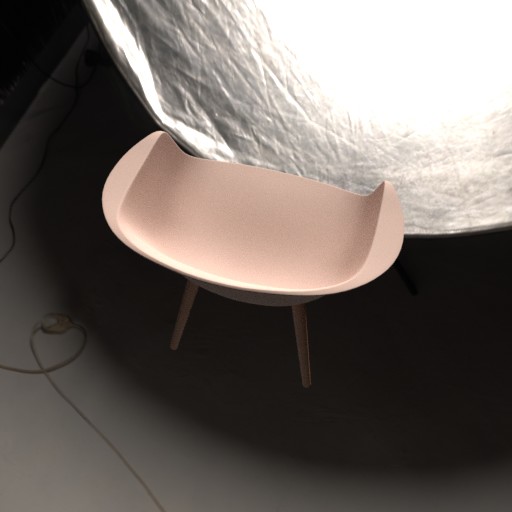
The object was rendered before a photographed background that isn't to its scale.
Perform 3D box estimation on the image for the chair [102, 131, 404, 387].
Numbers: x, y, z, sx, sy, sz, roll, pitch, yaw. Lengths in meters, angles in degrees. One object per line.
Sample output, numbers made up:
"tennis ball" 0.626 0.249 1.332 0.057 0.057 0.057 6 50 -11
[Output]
"chair" 0.000 0.000 1.142 0.593 0.781 0.504 14 64 7
